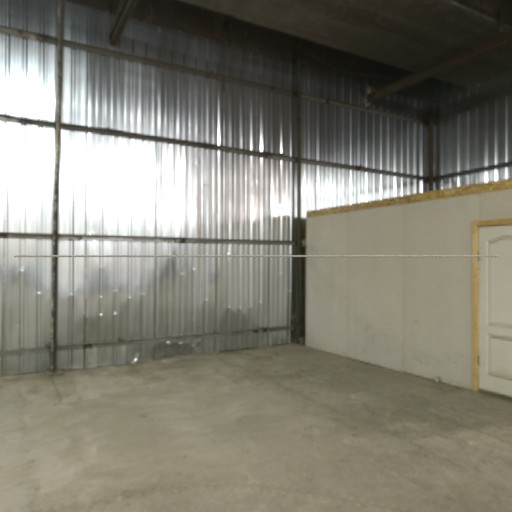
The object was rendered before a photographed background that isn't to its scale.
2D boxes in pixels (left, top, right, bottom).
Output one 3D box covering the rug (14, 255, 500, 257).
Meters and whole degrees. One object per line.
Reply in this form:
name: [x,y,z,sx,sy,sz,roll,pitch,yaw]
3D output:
rug: [0.000,0.000,3.891,2.980,0.012,2.363,0,0,-1]
